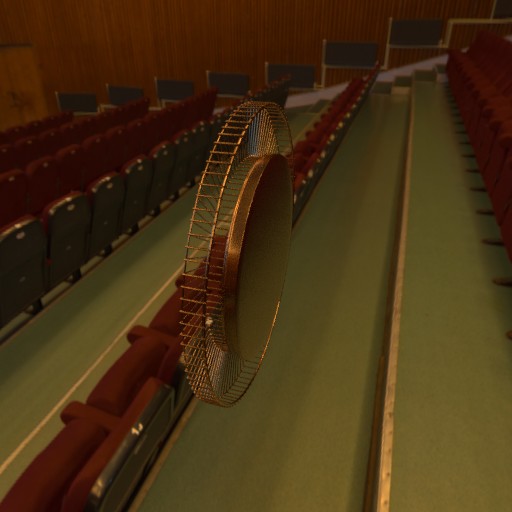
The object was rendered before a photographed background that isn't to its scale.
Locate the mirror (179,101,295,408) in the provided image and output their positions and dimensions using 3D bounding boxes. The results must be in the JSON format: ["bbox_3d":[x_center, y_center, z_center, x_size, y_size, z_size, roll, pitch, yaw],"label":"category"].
[{"bbox_3d":[0.000,0.000,1.068,0.067,0.703,0.703,9,32,15],"label":"mirror"}]
